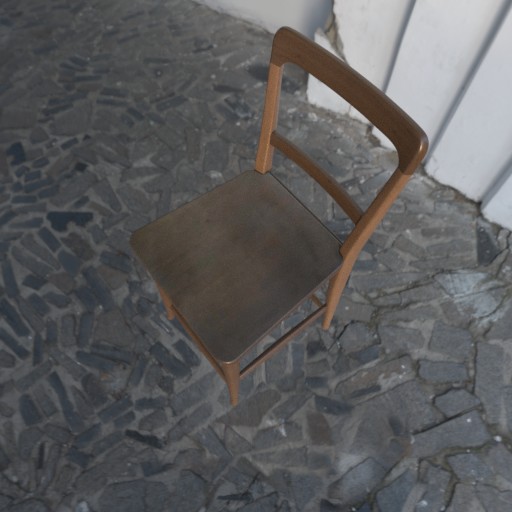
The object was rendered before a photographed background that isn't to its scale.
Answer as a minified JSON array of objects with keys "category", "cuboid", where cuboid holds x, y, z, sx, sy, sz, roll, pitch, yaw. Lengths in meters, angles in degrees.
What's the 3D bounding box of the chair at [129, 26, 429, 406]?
[{"category":"chair","cuboid":[0.000,0.000,1.262,0.546,0.991,0.450,-35,68,-17]}]
